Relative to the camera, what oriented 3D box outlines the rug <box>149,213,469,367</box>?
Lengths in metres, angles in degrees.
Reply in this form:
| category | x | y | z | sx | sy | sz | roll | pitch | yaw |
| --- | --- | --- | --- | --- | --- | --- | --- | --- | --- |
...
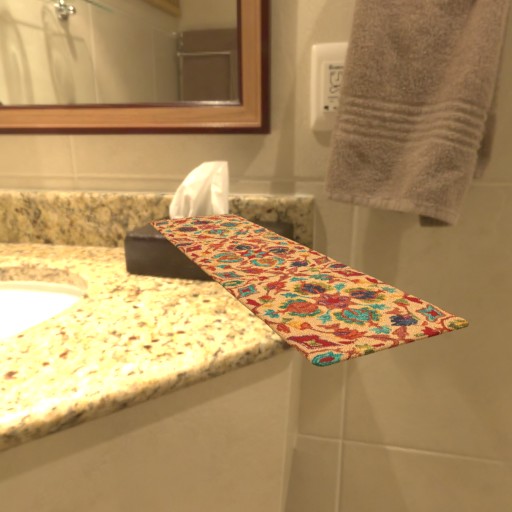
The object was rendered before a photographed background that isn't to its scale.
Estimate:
| category | x | y | z | sx | sy | sz | roll | pitch | yaw |
| --- | --- | --- | --- | --- | --- | --- | --- | --- | --- |
| rug | 0.000 | 0.000 | 2.482 | 0.693 | 0.016 | 2.273 | -8 | 19 | -25 |
